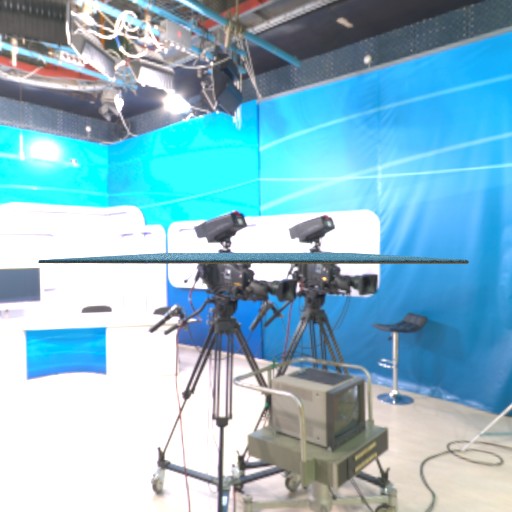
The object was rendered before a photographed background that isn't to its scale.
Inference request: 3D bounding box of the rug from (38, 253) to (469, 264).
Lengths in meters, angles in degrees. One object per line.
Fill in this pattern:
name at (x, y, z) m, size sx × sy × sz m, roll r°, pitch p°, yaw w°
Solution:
rug at (0.000, 0.000, 2.655) m, size 1.543 × 0.015 × 2.144 m, roll 0°, pitch 1°, yaw 1°
